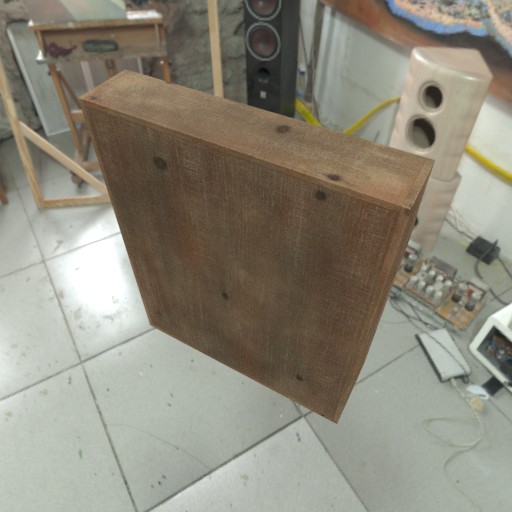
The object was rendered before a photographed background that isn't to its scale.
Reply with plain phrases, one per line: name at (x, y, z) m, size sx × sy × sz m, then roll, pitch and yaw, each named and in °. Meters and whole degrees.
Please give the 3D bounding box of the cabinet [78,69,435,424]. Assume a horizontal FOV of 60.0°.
cabinet at (0.000, 0.000, 0.831) m, size 0.489 × 0.590 × 0.184 m, roll 23°, pitch 52°, yaw 19°
